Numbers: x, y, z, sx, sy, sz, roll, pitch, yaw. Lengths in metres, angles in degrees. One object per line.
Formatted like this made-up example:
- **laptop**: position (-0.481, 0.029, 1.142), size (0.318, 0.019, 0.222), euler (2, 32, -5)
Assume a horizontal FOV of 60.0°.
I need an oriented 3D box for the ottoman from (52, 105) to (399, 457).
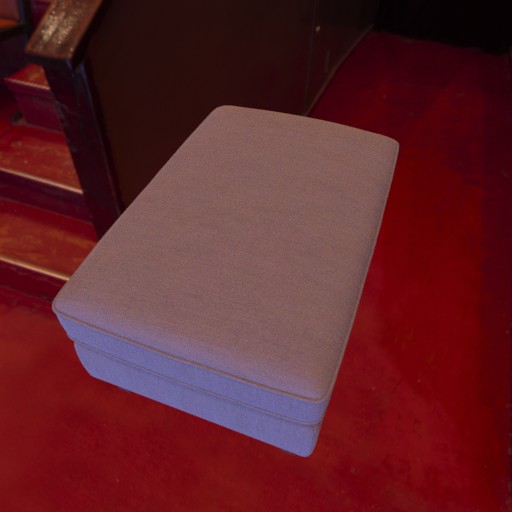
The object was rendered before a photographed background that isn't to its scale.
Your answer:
- **ottoman**: position (0.000, 0.000, 1.300), size (0.636, 0.480, 0.941), euler (16, 50, 14)
